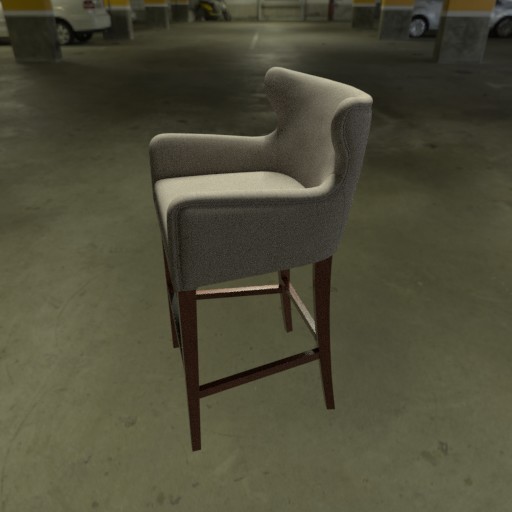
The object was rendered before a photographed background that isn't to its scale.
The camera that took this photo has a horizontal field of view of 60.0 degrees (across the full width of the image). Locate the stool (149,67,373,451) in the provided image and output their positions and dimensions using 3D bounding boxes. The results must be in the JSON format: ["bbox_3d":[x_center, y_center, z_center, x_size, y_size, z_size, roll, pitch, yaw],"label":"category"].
[{"bbox_3d":[0.000,0.000,1.418,0.575,1.047,0.575,-8,31,-14],"label":"stool"}]
